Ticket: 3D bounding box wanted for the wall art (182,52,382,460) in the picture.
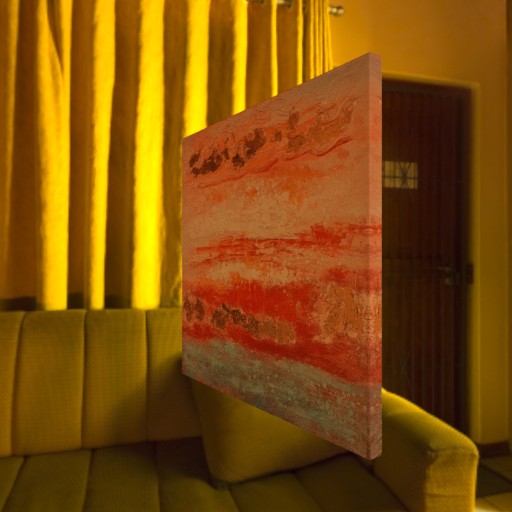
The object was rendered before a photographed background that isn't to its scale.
[{"bbox_3d":[0.000,0.000,1.118,0.035,0.747,0.747,0,0,-36],"label":"wall art"}]
